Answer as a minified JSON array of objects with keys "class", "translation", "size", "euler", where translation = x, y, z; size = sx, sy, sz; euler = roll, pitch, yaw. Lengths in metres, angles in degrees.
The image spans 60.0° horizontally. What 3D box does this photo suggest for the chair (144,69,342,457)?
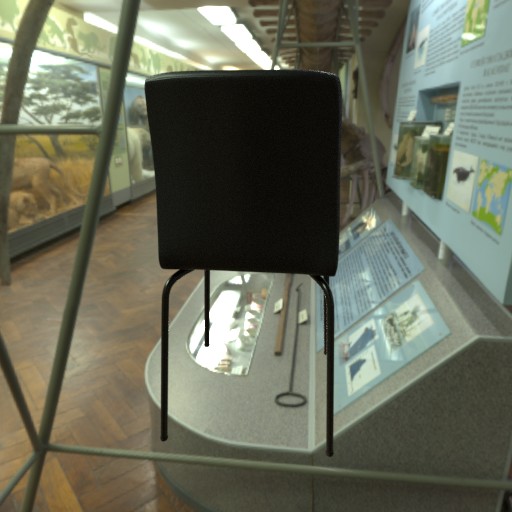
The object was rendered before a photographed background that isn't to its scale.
[{"class":"chair","translation":[0.000,0.000,1.185],"size":[0.450,0.872,0.572],"euler":[2,17,7]}]
